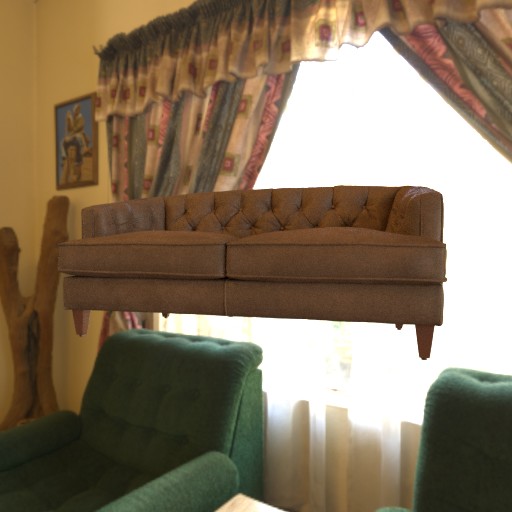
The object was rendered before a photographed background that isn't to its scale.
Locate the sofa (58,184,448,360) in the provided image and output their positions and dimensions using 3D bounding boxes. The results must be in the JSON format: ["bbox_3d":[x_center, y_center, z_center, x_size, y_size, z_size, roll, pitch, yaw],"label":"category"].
[{"bbox_3d":[0.000,0.000,2.285,1.767,0.799,0.917,0,0,18],"label":"sofa"}]
